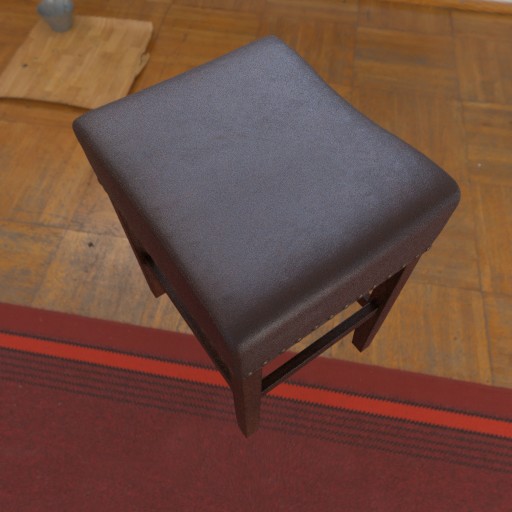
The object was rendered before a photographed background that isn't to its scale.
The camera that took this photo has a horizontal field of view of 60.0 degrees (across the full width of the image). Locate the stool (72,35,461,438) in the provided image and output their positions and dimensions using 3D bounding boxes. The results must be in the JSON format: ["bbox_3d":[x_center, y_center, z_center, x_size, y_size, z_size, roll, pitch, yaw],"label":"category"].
[{"bbox_3d":[0.000,0.000,0.899,0.397,0.608,0.465,-31,63,-18],"label":"stool"}]
